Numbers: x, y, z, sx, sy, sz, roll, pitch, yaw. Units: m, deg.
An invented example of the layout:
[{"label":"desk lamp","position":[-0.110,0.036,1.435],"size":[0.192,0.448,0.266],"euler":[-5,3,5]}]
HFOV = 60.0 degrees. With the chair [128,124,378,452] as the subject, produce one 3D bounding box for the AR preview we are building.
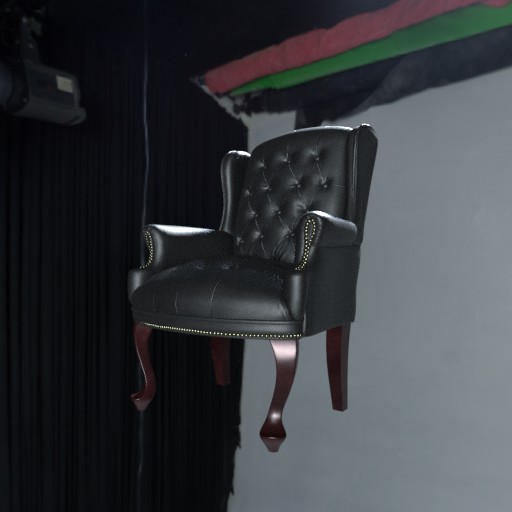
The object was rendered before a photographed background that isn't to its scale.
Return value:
[{"label":"chair","position":[0.000,0.000,1.714],"size":[0.831,1.133,0.822],"euler":[-1,-1,37]}]
